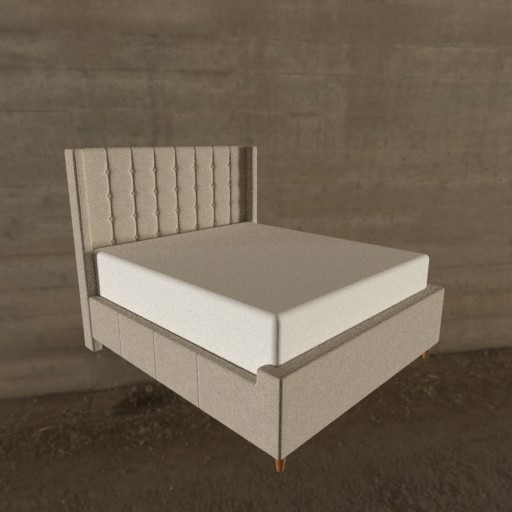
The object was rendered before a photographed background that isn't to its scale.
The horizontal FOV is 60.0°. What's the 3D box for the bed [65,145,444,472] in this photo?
[{"bbox_3d":[0.000,0.000,3.693,2.370,1.743,2.045,14,20,43],"label":"bed"}]
